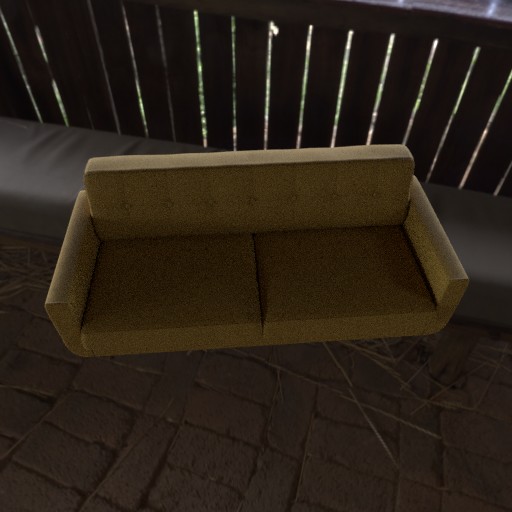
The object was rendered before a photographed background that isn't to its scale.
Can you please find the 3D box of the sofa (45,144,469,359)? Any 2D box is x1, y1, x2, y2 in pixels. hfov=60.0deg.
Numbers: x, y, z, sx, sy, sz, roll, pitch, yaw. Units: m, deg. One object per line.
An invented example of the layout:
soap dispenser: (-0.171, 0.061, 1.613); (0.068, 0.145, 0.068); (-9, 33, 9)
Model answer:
sofa: (0.000, 0.000, 2.474); (2.029, 0.841, 0.909); (-3, 47, -3)
